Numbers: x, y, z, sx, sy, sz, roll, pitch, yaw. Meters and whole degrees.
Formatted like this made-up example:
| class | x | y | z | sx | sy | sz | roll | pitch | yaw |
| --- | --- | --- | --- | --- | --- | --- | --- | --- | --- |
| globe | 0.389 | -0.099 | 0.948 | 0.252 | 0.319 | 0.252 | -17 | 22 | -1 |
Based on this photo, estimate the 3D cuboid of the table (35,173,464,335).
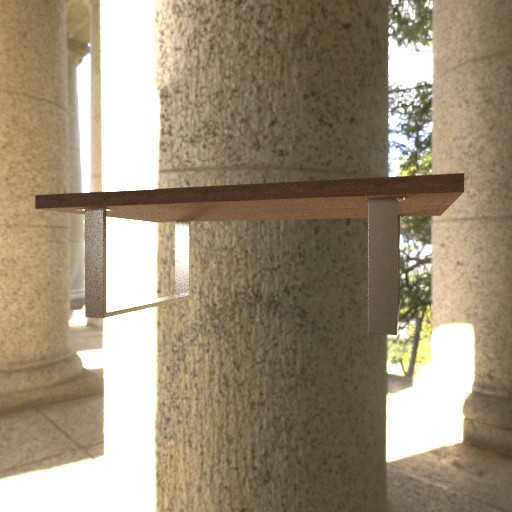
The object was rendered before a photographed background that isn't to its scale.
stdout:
| class | x | y | z | sx | sy | sz | roll | pitch | yaw |
| --- | --- | --- | --- | --- | --- | --- | --- | --- | --- |
| table | 0.000 | 0.000 | 1.744 | 1.400 | 0.440 | 0.800 | 0 | 1 | 19 |
